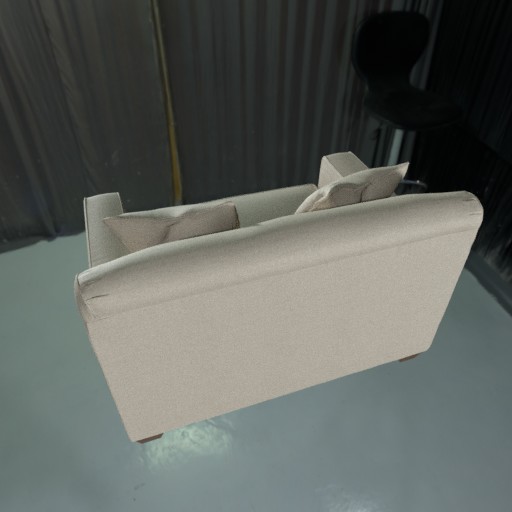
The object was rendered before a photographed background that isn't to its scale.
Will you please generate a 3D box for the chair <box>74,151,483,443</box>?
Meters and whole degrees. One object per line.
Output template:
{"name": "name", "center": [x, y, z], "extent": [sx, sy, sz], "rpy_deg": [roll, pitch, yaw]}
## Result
{"name": "chair", "center": [0.000, 0.000, 1.982], "extent": [1.383, 0.948, 1.000], "rpy_deg": [-13, 43, -14]}
